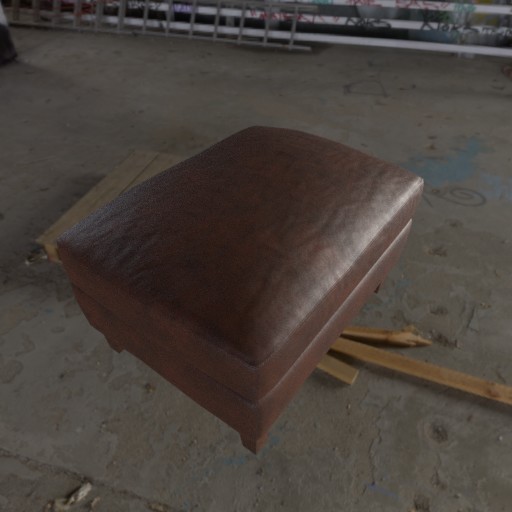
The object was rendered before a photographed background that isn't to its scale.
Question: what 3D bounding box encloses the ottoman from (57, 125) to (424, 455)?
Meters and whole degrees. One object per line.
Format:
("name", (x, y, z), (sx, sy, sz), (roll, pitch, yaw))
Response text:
("ottoman", (0.000, 0.000, 1.316), (0.659, 0.527, 0.887), (26, 47, 27))
